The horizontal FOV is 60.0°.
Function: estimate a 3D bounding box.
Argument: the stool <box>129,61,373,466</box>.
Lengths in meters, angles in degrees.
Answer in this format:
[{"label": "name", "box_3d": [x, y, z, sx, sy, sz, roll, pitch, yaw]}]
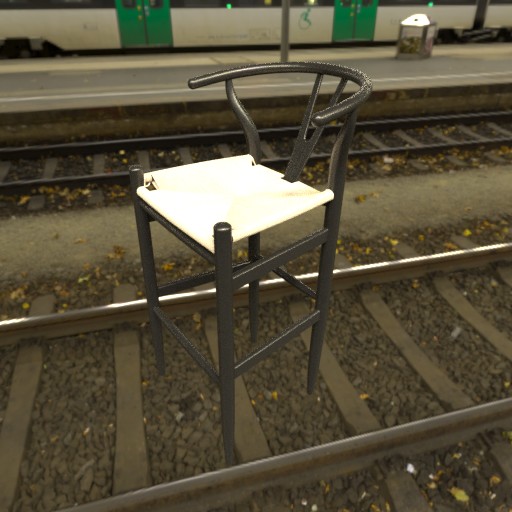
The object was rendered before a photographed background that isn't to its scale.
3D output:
[{"label": "stool", "box_3d": [0.000, 0.000, 1.393, 0.579, 1.072, 0.569, -21, 37, -31]}]
